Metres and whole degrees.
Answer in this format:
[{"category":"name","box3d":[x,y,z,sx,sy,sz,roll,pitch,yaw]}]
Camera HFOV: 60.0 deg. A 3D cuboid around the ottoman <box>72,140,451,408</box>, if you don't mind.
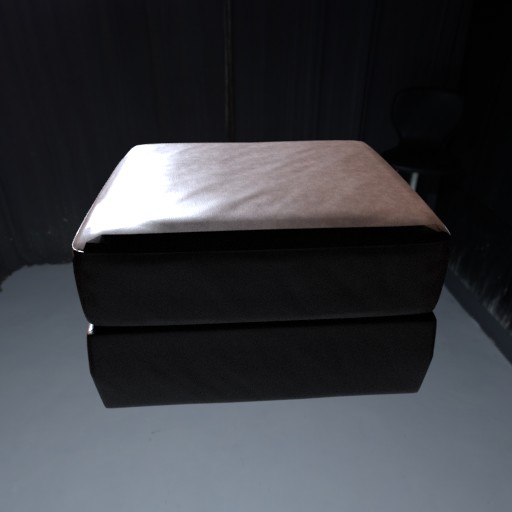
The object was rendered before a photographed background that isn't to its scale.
[{"category":"ottoman","box3d":[0.000,0.000,1.136,0.751,0.476,0.603,-2,31,-3]}]
